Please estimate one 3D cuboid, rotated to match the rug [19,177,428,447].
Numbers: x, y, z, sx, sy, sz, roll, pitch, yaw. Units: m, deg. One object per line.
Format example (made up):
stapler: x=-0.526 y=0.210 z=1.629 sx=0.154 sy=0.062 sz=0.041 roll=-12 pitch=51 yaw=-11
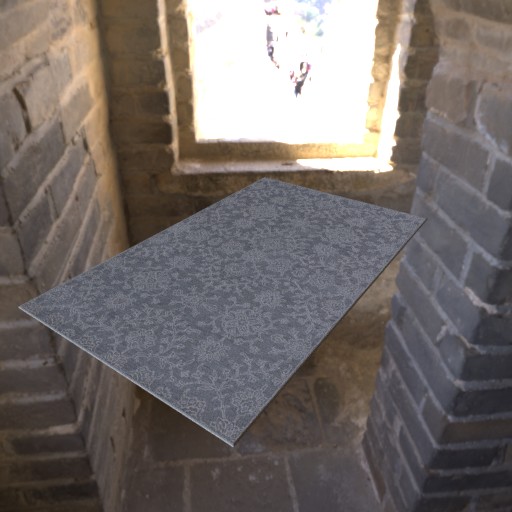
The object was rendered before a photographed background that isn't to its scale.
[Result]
rug: x=0.000 y=0.000 z=2.938 sx=1.515 sy=0.010 sz=2.430 roll=20 pitch=37 yaw=30
